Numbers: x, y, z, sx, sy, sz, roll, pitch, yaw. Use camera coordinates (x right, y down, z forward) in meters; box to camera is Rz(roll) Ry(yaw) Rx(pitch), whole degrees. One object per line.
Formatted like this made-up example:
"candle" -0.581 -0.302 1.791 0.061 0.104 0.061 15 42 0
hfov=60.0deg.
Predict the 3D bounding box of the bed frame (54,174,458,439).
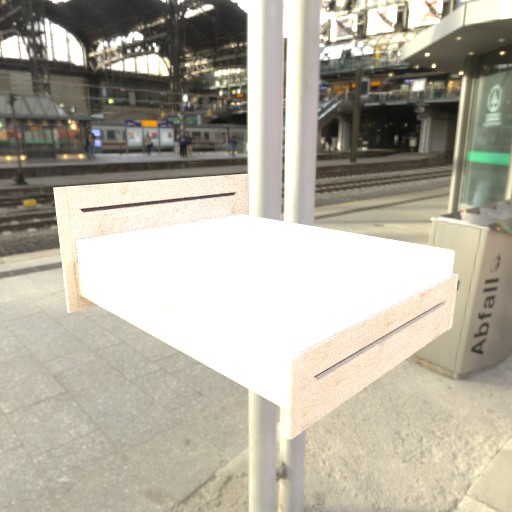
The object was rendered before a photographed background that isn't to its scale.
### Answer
"bed frame" 0.000 0.000 3.010 1.800 0.900 2.080 -14 20 -43
